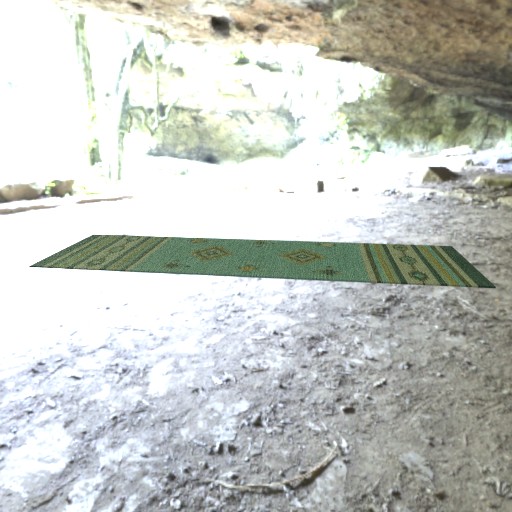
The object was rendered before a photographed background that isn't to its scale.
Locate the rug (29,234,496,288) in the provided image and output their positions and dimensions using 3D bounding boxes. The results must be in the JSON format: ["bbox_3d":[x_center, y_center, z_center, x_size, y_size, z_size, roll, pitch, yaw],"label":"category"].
[{"bbox_3d":[0.000,0.000,2.652,2.441,0.010,0.744,2,17,7],"label":"rug"}]
